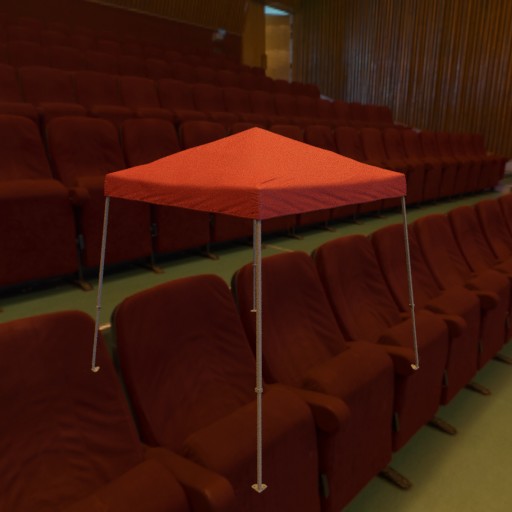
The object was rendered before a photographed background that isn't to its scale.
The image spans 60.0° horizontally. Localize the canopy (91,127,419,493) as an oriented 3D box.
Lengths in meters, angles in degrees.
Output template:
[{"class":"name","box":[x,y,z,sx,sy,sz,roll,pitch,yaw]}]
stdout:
[{"class":"canopy","box":[0.000,0.000,6.449,3.599,3.600,3.600,13,19,43]}]
